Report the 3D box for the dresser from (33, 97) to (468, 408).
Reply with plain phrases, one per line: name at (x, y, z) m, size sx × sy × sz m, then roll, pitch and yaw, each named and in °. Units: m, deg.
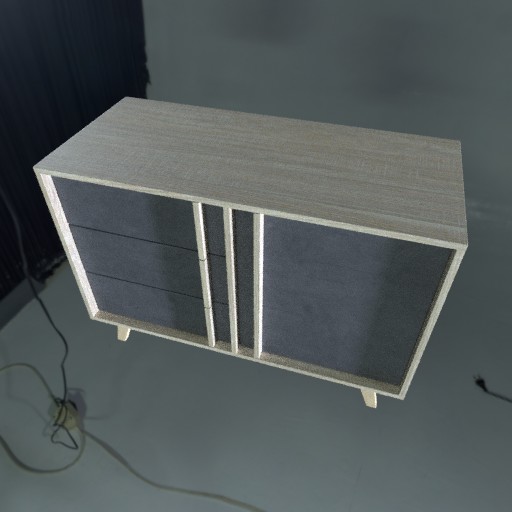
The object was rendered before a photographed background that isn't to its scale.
dresser at (0.000, 0.000, 1.515) m, size 1.110 × 0.780 × 0.500 m, roll 12°, pitch 43°, yaw 13°
